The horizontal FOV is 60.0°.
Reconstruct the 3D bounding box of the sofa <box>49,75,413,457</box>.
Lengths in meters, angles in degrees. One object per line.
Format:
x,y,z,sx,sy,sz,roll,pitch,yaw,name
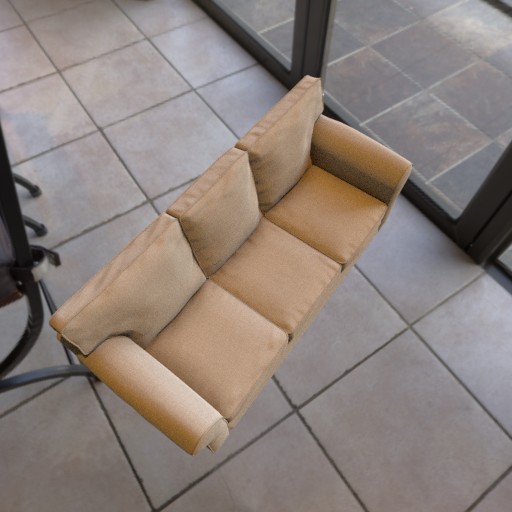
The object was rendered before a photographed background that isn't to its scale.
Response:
0.000,0.000,2.574,0.916,0.961,2.084,33,65,18,sofa
